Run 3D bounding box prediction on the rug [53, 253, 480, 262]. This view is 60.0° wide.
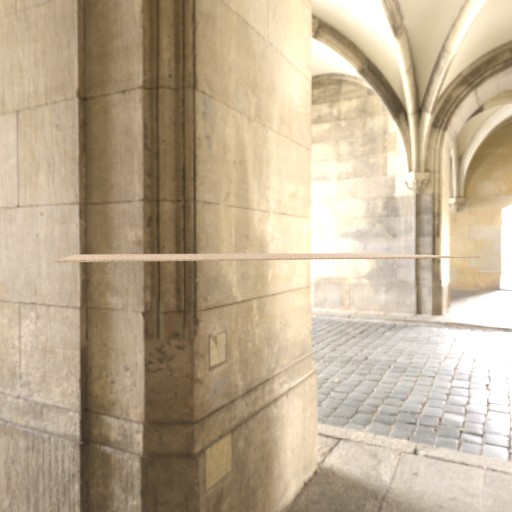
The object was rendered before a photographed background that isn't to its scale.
[{"bbox_3d":[0.000,0.000,3.089,2.440,0.008,1.524,0,1,-19],"label":"rug"}]
